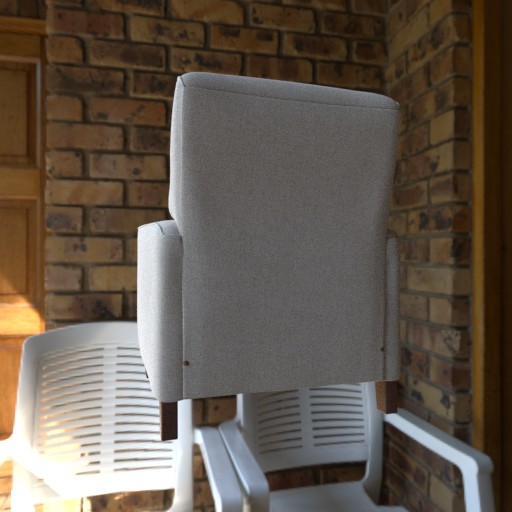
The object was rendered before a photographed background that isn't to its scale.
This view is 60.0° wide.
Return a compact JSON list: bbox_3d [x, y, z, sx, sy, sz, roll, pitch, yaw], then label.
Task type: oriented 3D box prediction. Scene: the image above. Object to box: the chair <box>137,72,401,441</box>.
[{"bbox_3d":[0.000,0.000,1.653,0.845,1.023,0.859,0,0,-17],"label":"chair"}]
